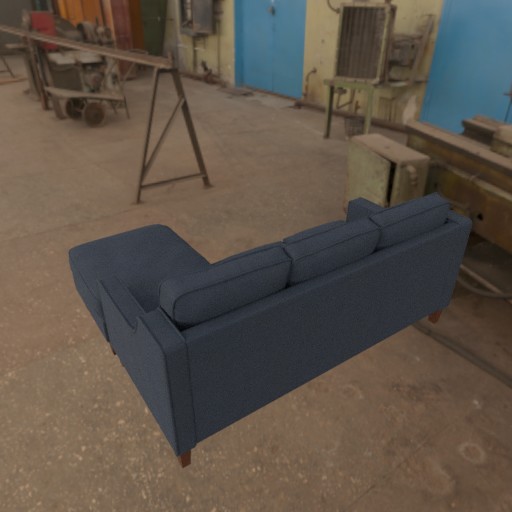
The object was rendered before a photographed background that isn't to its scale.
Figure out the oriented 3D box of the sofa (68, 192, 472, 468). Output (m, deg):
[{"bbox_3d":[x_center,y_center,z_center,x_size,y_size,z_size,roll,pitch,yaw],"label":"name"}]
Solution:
[{"bbox_3d":[0.000,0.000,3.285,2.317,1.066,1.858,-19,36,-29],"label":"sofa"}]
